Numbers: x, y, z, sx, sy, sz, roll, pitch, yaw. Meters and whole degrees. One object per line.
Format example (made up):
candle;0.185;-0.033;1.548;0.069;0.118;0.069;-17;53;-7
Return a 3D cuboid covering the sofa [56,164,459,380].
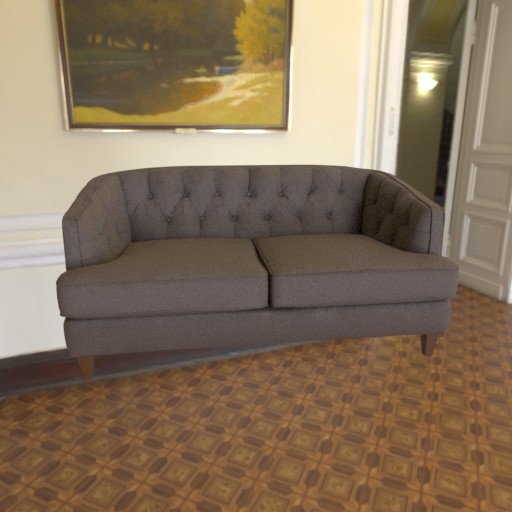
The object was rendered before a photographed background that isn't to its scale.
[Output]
sofa;0.000;0.000;2.271;1.733;0.855;0.941;-2;16;-7
